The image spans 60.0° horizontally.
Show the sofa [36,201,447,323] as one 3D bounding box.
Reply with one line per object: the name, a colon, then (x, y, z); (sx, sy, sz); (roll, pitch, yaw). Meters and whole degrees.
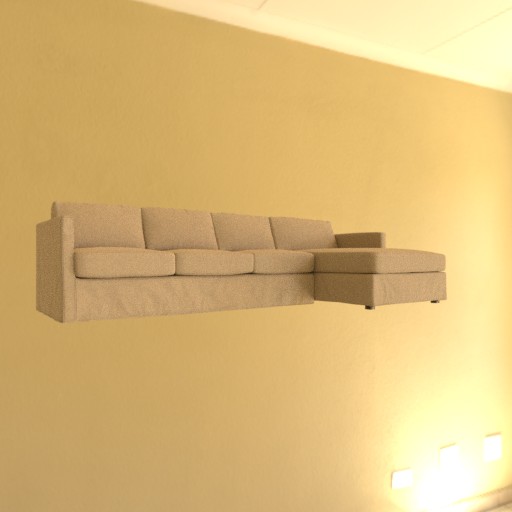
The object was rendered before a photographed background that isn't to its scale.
sofa: (0.000, 0.000, 3.793); (3.177, 0.867, 1.622); (0, 0, -35)
